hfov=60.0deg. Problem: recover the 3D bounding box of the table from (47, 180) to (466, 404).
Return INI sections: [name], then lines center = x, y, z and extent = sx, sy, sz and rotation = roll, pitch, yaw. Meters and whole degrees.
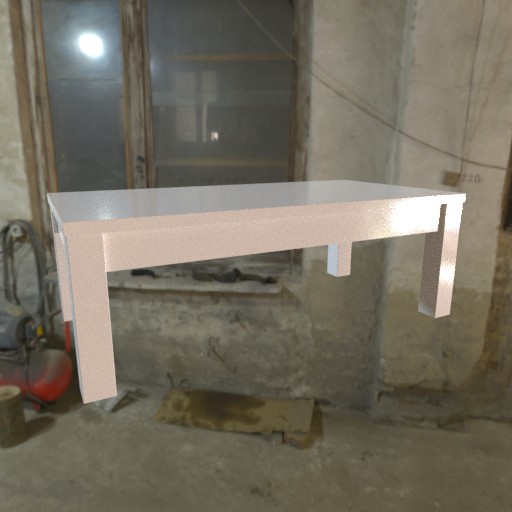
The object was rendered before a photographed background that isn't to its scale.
[table]
center = 0.000, 0.000, 1.666
extent = 1.350, 0.470, 0.700
rotation = -7, 16, -26
